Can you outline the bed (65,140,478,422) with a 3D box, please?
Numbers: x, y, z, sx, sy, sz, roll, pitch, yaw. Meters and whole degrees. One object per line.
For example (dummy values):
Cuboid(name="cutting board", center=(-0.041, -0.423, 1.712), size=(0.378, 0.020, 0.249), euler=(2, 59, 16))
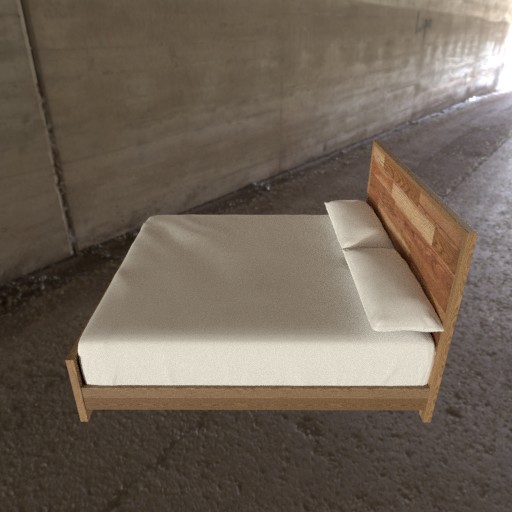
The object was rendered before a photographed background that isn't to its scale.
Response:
Cuboid(name="bed", center=(0.000, 0.000, 3.363), size=(2.184, 1.295, 2.013), euler=(0, 27, 0))
